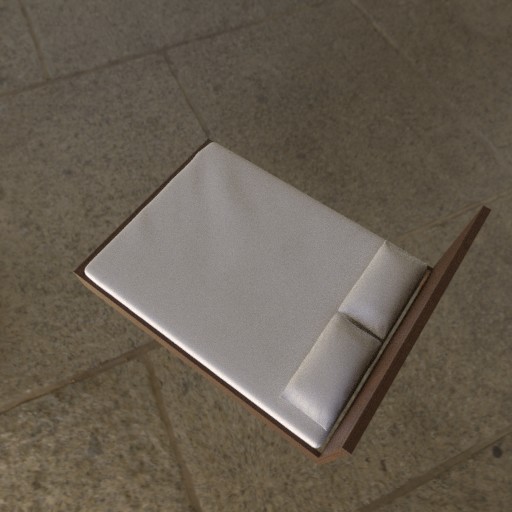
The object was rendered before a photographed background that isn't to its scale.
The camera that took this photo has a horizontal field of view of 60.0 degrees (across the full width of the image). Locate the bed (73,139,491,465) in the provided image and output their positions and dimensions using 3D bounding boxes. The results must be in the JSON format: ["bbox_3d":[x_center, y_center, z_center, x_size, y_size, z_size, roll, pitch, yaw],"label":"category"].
[{"bbox_3d":[0.000,0.000,3.099,2.221,1.169,1.613,33,67,16],"label":"bed"}]
